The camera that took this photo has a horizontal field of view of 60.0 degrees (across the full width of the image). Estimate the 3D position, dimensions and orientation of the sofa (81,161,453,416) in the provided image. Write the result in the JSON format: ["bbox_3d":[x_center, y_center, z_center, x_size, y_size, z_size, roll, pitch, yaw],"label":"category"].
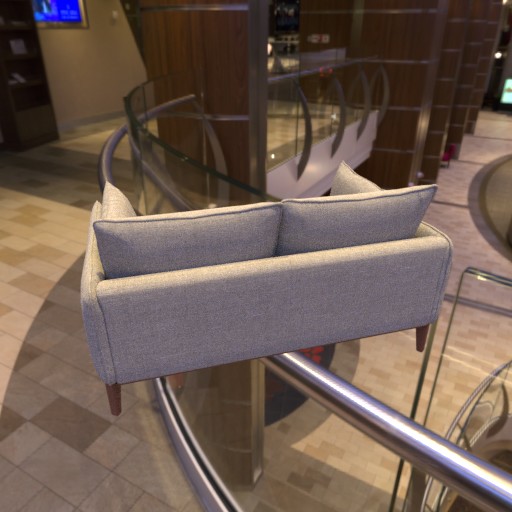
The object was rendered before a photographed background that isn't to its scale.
[{"bbox_3d":[0.000,0.000,2.196,1.580,0.851,0.972,-8,28,-14],"label":"sofa"}]
